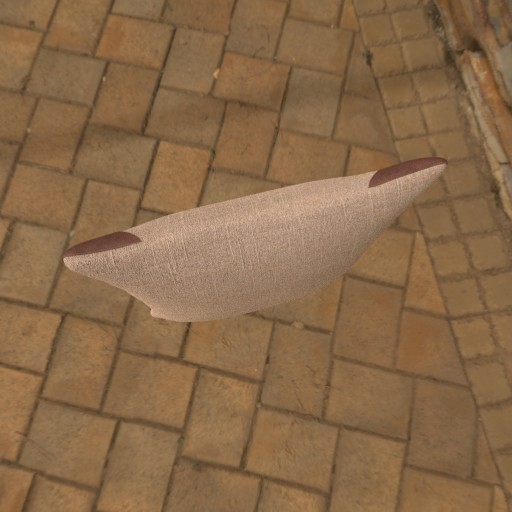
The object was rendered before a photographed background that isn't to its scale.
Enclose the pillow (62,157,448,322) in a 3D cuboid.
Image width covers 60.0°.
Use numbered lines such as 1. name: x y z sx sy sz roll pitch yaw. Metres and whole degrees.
1. pillow: 0.000 0.000 0.690 0.437 0.448 0.147 -16 76 -4
